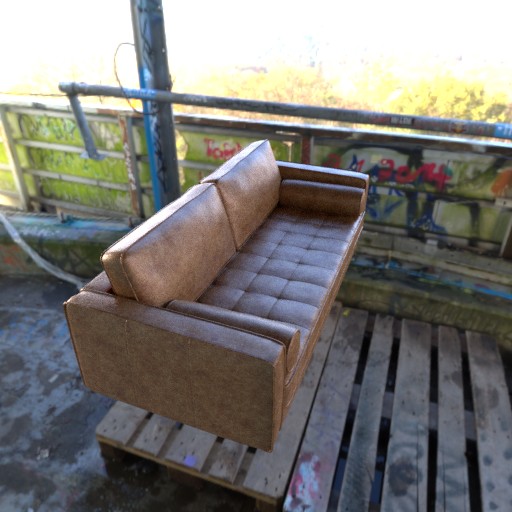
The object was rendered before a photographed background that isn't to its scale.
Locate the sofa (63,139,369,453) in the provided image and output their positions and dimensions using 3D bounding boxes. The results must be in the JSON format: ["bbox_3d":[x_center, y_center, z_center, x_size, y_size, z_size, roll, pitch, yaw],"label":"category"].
[{"bbox_3d":[0.000,0.000,2.454,0.924,0.825,1.920,12,33,18],"label":"sofa"}]
